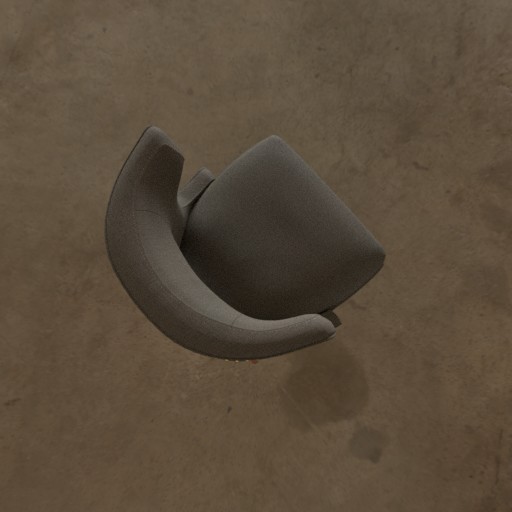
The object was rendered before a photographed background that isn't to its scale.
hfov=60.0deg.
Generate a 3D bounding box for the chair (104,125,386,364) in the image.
[{"bbox_3d":[0.000,0.000,1.264,0.581,0.863,0.595,-39,80,-8],"label":"chair"}]
